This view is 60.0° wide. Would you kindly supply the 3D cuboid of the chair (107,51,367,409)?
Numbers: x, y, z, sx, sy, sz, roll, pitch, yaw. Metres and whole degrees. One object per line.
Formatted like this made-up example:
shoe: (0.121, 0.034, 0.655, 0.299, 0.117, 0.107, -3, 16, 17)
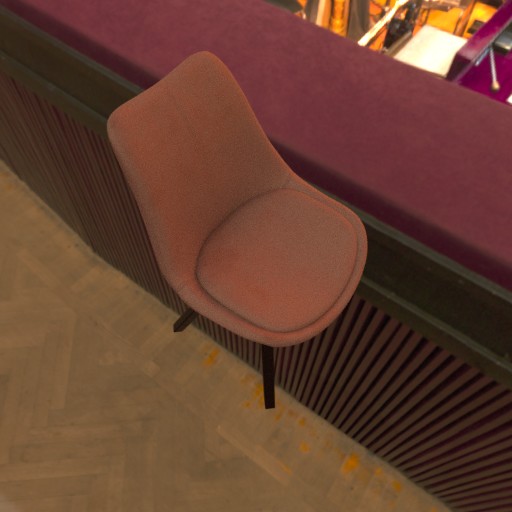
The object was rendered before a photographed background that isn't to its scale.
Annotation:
chair: (0.000, 0.000, 1.199, 0.547, 0.865, 0.483, 33, 63, 19)
